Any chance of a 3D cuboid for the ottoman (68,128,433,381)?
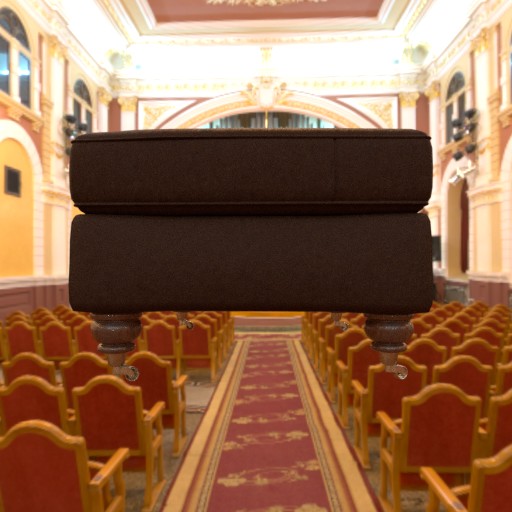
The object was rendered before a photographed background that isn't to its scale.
[{"bbox_3d":[0.000,0.000,1.731,0.967,0.730,1.187,0,-1,2],"label":"ottoman"}]
